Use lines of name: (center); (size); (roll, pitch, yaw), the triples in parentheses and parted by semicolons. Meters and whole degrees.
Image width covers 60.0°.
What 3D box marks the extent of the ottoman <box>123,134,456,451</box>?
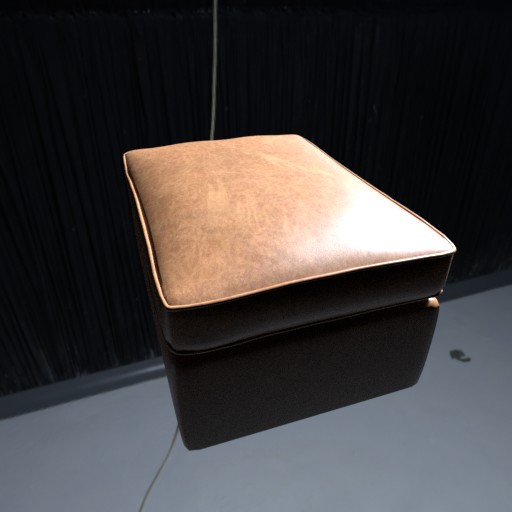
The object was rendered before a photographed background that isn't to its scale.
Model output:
ottoman: (0.000, 0.000, 1.118); (0.554, 0.468, 0.756); (-10, 33, -16)
